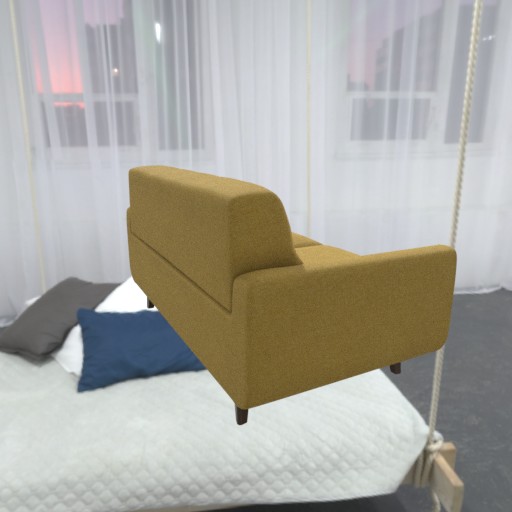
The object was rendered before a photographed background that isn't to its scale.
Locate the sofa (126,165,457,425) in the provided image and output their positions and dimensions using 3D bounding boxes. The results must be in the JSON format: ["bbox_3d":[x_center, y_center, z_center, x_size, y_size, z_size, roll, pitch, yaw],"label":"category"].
[{"bbox_3d":[0.000,0.000,2.187,0.909,0.841,1.631,-8,17,-27],"label":"sofa"}]
